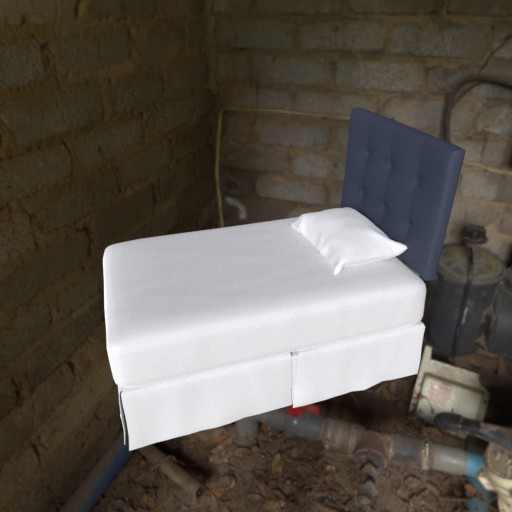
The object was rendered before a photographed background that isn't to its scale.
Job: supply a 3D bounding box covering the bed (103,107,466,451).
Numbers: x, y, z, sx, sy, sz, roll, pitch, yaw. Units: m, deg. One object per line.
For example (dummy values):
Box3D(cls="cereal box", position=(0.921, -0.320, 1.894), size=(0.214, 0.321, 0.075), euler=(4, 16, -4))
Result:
Box3D(cls="bed", position=(0.000, 0.000, 2.917), size=(1.997, 1.571, 1.261), euler=(-9, 31, -15))
